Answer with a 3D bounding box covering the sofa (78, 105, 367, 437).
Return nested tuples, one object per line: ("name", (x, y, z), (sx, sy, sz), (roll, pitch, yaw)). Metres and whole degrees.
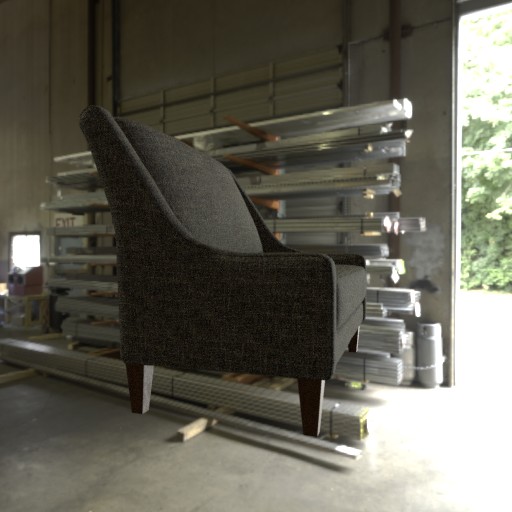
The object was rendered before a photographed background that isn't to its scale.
("sofa", (0.000, 0.000, 1.926), (0.870, 1.021, 1.242), (0, 0, 18))
